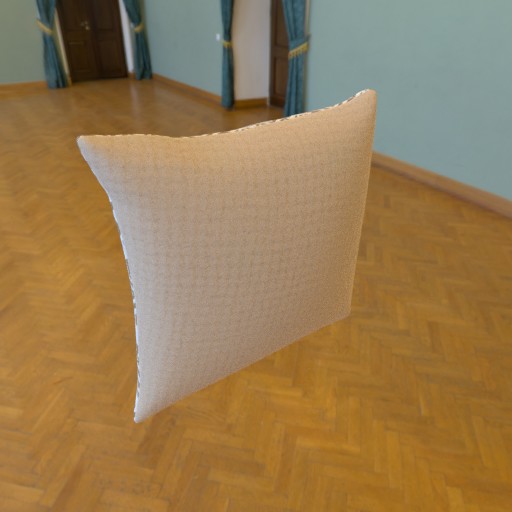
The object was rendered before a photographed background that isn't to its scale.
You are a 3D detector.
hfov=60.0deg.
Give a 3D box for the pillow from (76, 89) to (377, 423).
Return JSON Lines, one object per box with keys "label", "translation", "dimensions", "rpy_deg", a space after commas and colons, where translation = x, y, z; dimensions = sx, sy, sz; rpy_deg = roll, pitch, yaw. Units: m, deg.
{"label": "pillow", "translation": [0.000, 0.000, 0.626], "dimensions": [0.419, 0.407, 0.173], "rpy_deg": [-20, 37, -29]}
